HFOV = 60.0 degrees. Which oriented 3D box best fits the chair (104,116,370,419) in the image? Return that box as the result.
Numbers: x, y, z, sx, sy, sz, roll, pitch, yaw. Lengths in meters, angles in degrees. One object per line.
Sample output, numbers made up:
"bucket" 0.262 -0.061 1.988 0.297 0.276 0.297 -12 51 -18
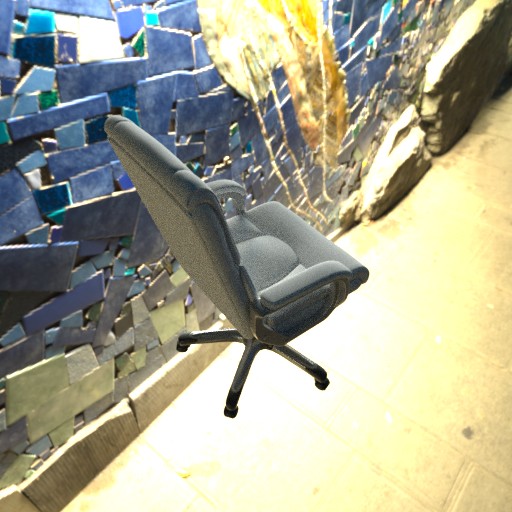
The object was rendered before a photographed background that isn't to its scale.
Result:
"chair" 0.000 0.000 1.611 0.738 1.120 0.687 -26 48 -26
